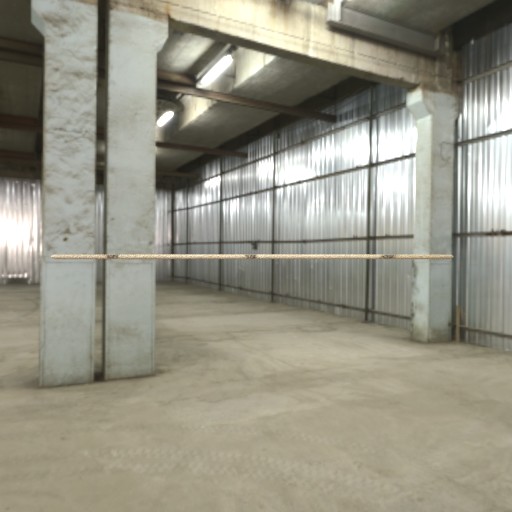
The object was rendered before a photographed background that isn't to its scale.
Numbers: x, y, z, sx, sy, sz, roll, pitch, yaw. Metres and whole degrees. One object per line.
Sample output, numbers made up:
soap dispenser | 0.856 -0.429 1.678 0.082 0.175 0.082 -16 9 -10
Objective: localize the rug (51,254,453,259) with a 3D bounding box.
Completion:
rug | 0.000 0.000 4.108 2.399 0.026 3.000 0 0 1
